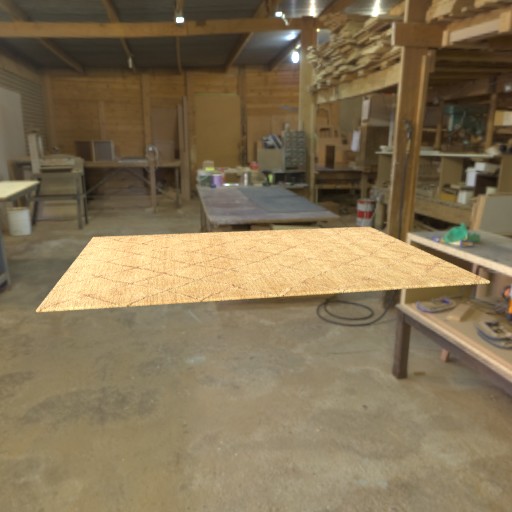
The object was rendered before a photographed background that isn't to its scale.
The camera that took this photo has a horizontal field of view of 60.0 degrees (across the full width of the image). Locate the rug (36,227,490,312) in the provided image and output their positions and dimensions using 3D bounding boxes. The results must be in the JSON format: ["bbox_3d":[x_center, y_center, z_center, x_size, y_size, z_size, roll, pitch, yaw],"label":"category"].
[{"bbox_3d":[0.000,0.000,2.919,2.292,0.014,1.528,-3,15,-10],"label":"rug"}]
